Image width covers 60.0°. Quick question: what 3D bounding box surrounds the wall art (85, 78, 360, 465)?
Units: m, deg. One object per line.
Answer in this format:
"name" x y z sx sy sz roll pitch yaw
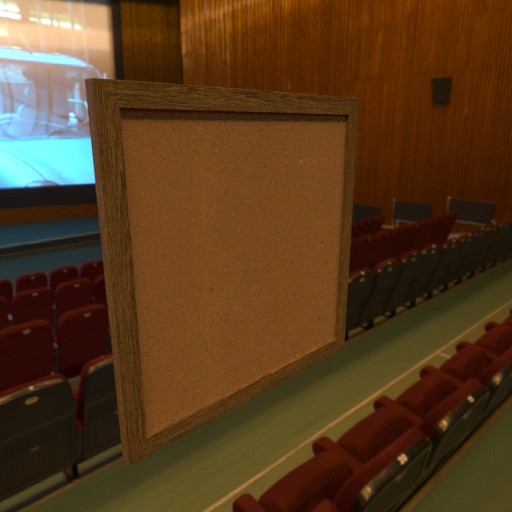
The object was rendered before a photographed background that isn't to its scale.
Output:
"wall art" 0.000 0.000 0.726 0.508 0.508 0.019 -15 22 -41
